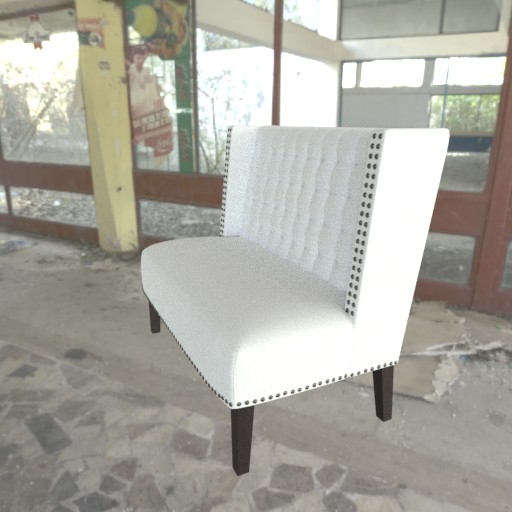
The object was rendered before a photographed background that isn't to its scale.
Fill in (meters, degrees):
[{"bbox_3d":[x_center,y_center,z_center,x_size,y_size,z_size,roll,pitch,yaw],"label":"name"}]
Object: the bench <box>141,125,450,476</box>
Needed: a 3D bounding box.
[{"bbox_3d":[0.000,0.000,2.008,0.847,1.123,1.280,-8,19,-25],"label":"bench"}]
